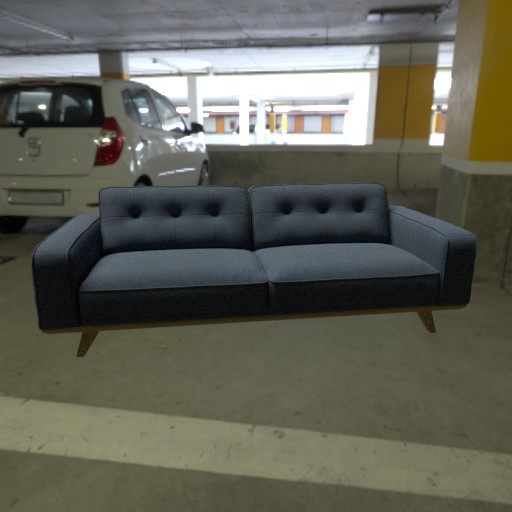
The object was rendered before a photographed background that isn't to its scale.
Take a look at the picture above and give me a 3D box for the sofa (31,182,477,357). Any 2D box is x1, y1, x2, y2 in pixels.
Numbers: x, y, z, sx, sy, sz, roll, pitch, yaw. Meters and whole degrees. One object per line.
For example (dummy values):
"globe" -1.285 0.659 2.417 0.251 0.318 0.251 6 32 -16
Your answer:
"sofa" 0.000 0.000 2.669 2.270 0.782 0.953 -2 16 -8
